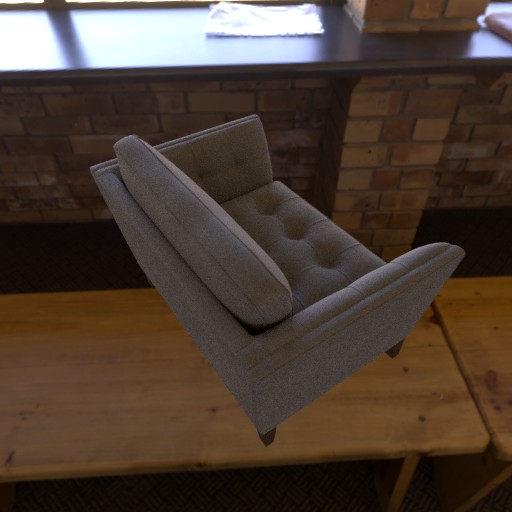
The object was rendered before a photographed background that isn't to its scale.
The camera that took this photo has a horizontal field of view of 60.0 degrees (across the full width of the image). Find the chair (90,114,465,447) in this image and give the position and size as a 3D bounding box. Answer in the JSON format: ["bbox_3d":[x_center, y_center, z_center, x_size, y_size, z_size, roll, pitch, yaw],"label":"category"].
[{"bbox_3d":[0.000,0.000,2.083,0.965,0.942,1.396,-25,49,-25],"label":"chair"}]
